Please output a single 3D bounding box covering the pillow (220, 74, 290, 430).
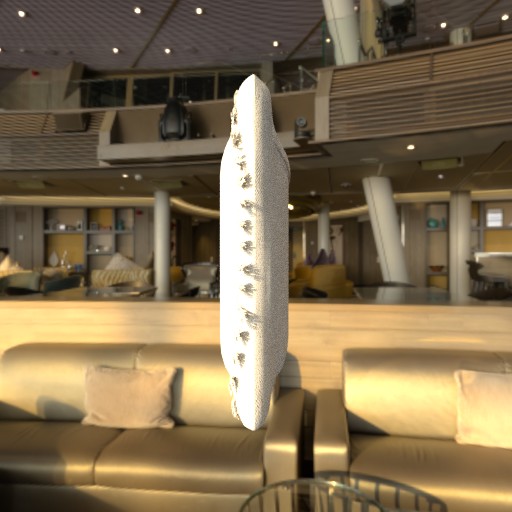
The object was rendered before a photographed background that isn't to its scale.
[{"bbox_3d":[0.000,0.000,0.593,0.084,0.305,0.466,0,0,1],"label":"pillow"}]
